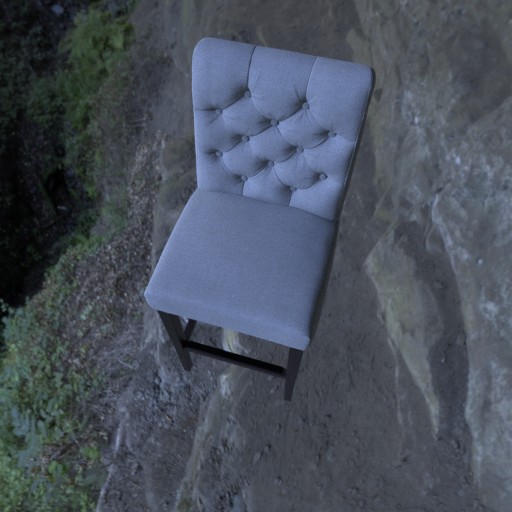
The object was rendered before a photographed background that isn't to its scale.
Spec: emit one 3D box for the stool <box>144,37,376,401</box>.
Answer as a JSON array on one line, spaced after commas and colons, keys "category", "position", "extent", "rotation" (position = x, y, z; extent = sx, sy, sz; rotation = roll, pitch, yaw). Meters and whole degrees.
[{"category": "stool", "position": [0.000, 0.000, 1.459], "extent": [0.493, 1.140, 0.601], "rotation": [14, 60, 8]}]
